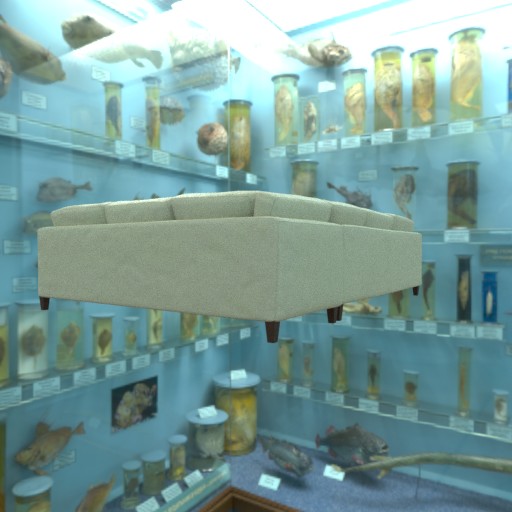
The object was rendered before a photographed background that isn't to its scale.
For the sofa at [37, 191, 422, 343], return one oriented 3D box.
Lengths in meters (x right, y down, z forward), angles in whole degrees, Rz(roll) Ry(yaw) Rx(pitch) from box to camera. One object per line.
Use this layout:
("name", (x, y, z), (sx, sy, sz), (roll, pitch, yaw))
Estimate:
("sofa", (0.000, 0.000, 4.605), (2.593, 0.947, 3.302), (1, 1, 35))
